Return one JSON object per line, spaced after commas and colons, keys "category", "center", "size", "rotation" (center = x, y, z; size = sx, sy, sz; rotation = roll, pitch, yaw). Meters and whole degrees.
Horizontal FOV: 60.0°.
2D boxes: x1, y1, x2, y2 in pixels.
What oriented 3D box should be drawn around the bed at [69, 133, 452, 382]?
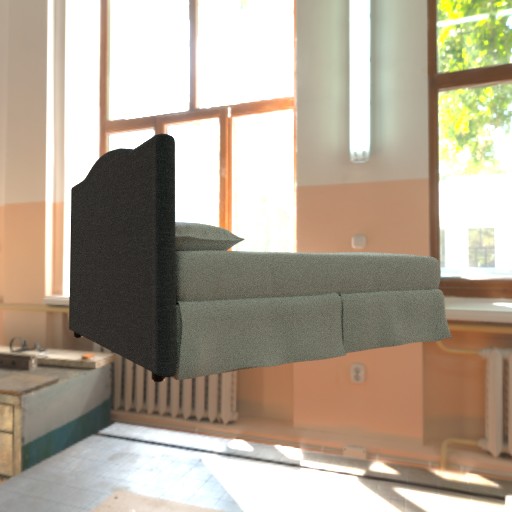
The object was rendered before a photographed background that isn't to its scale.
{"category": "bed", "center": [0.000, 0.000, 3.949], "size": [2.689, 1.457, 2.161], "rotation": [1, -2, -35]}
